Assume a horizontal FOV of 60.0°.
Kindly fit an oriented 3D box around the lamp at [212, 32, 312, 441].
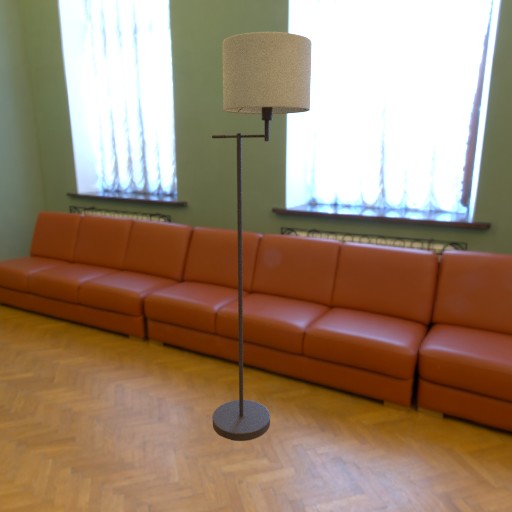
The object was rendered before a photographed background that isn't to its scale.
[{"bbox_3d":[0.000,0.000,1.817,0.416,1.600,0.324,7,15,27],"label":"lamp"}]
